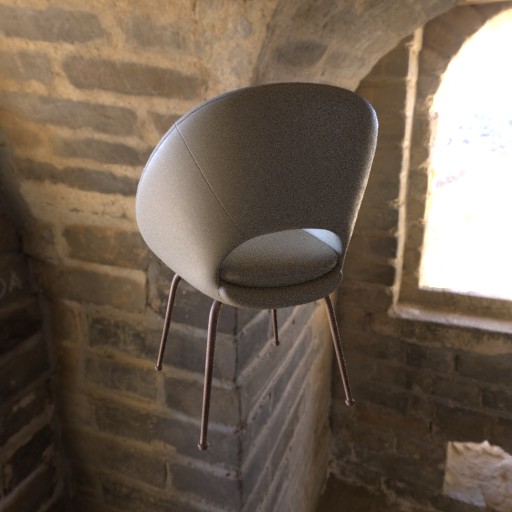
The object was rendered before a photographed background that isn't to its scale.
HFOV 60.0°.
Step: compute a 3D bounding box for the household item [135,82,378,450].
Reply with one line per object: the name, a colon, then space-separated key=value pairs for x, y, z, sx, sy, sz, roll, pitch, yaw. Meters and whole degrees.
household item: x=0.000 y=0.000 z=1.248 sx=0.623 sy=0.852 sz=0.573 roll=-6 pitch=15 yaw=-25
